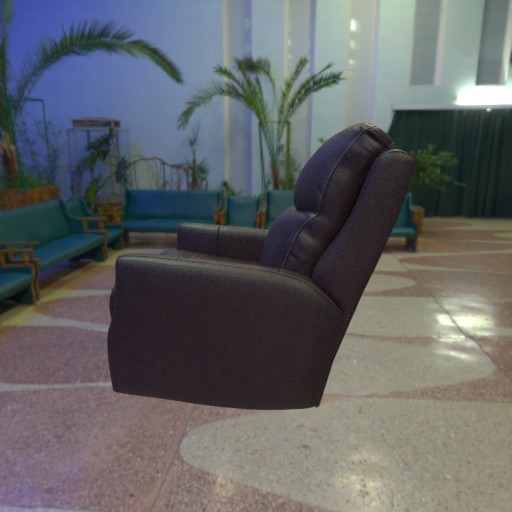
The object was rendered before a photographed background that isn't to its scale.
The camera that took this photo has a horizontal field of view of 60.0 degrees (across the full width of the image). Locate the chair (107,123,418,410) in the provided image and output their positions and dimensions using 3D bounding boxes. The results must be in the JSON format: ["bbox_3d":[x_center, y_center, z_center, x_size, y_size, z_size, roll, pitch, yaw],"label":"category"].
[{"bbox_3d":[0.000,0.000,1.825,1.080,1.030,0.829,2,14,8],"label":"chair"}]
